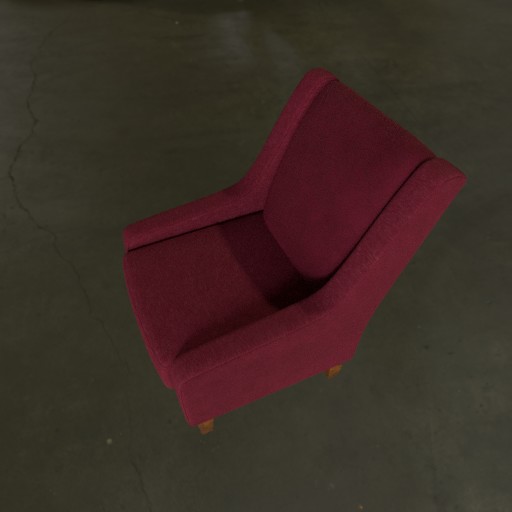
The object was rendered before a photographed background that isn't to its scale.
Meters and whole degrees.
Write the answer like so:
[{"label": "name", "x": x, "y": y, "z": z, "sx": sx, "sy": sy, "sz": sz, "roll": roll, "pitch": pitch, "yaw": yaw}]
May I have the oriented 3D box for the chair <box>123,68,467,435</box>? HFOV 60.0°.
[{"label": "chair", "x": 0.000, "y": 0.000, "z": 1.706, "sx": 0.985, "sy": 1.017, "sz": 0.793, "roll": -18, "pitch": 49, "yaw": -17}]
